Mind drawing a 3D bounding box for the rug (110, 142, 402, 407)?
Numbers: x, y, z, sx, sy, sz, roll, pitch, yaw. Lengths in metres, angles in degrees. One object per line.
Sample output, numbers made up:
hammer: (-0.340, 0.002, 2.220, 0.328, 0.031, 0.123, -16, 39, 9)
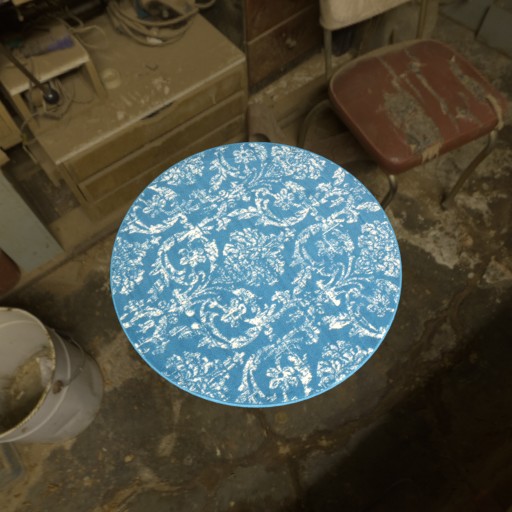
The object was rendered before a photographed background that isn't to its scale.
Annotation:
rug: (0.000, 0.000, 2.445, 1.593, 0.012, 1.593, 0, 64, 0)
